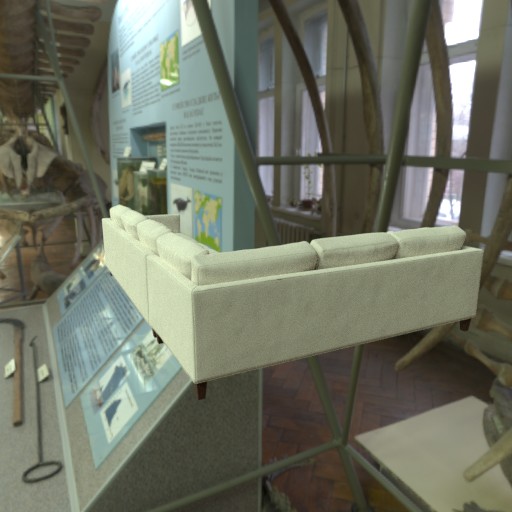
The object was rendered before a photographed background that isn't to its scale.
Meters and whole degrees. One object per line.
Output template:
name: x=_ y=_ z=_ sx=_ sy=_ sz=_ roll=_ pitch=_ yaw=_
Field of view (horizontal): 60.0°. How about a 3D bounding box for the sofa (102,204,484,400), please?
sofa: x=0.000 y=0.000 z=4.374 sx=2.432 sy=0.863 sz=3.182 roll=-7 pitch=15 yaw=-26
